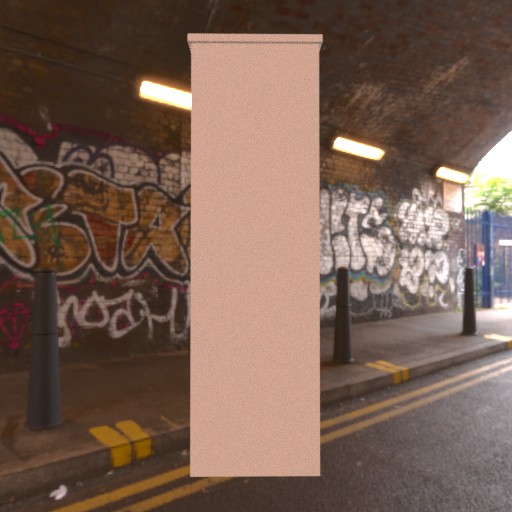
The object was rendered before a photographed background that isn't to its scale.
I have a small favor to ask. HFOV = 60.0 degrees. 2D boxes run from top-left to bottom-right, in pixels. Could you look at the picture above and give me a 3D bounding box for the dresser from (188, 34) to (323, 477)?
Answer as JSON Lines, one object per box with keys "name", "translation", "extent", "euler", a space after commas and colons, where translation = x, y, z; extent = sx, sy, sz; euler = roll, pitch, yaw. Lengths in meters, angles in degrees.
{"name": "dresser", "translation": [0.000, 0.000, 1.605], "extent": [0.399, 1.255, 0.704], "euler": [0, -1, -1]}
